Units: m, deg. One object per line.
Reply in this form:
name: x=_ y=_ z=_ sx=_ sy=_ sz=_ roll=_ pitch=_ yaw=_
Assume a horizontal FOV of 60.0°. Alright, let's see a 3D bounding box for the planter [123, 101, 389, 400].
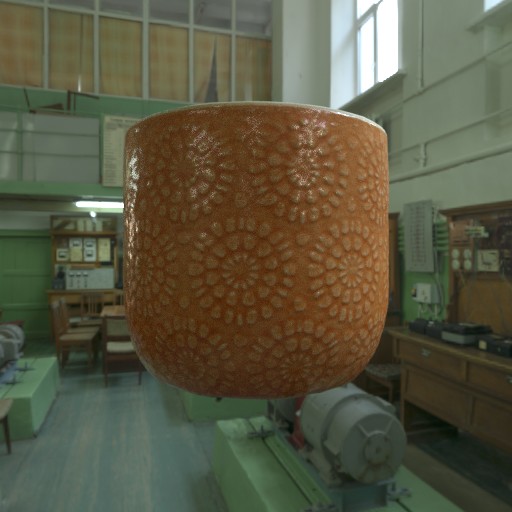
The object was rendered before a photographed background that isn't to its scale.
planter: x=0.000 y=0.000 z=0.287 sx=0.170 sy=0.152 sz=0.170 roll=0 pitch=0 yaw=0
